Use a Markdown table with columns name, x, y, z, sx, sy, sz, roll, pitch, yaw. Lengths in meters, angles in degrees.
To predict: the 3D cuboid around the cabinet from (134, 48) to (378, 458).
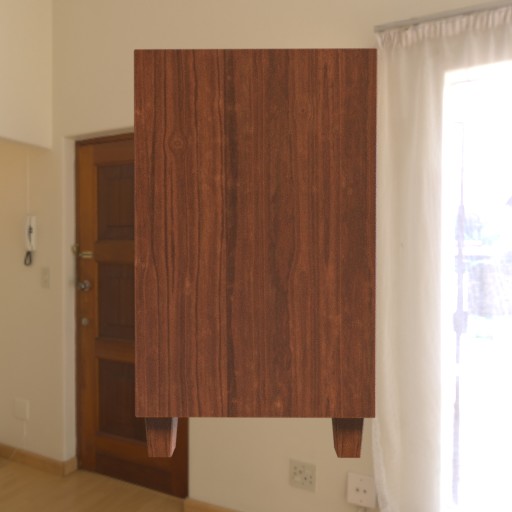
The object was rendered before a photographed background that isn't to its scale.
| name | x | y | z | sx | sy | sz | roll | pitch | yaw |
| --- | --- | --- | --- | --- | --- | --- | --- | --- | --- |
| cabinet | 0.000 | 0.000 | 1.040 | 0.410 | 0.695 | 0.607 | 0 | 1 | 1 |
